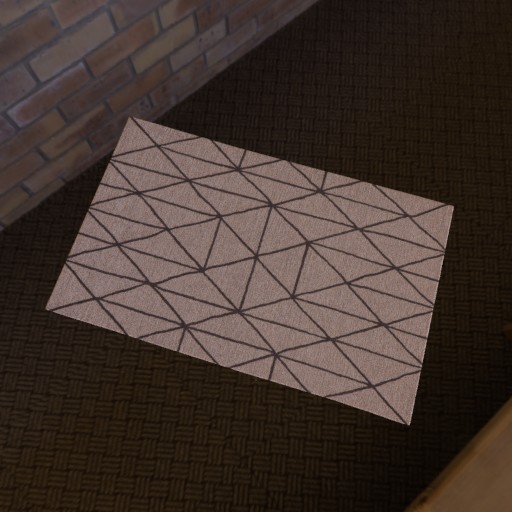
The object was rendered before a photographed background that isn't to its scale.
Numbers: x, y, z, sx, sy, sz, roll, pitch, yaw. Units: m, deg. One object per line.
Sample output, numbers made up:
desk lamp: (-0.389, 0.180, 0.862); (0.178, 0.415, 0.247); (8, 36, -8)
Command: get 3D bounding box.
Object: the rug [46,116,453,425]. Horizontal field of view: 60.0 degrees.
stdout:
rug: (0.000, 0.000, 3.047); (2.465, 0.008, 1.526); (17, 75, 5)
